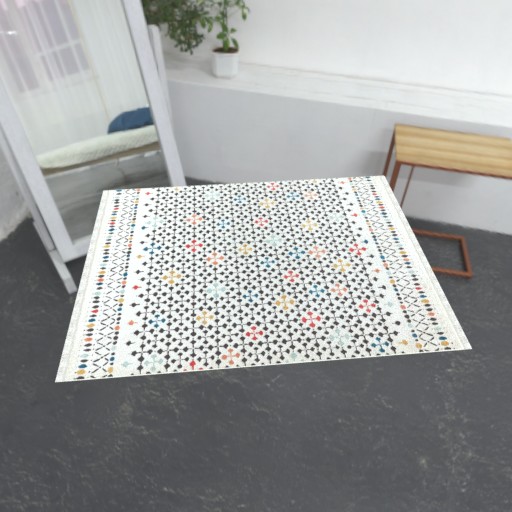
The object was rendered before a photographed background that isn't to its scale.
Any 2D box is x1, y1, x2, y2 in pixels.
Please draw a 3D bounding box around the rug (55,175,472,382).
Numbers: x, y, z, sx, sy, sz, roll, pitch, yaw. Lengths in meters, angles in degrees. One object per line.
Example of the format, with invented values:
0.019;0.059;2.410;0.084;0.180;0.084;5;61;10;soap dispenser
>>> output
0.000;0.000;4.206;3.196;0.007;2.354;-4;45;-4;rug
